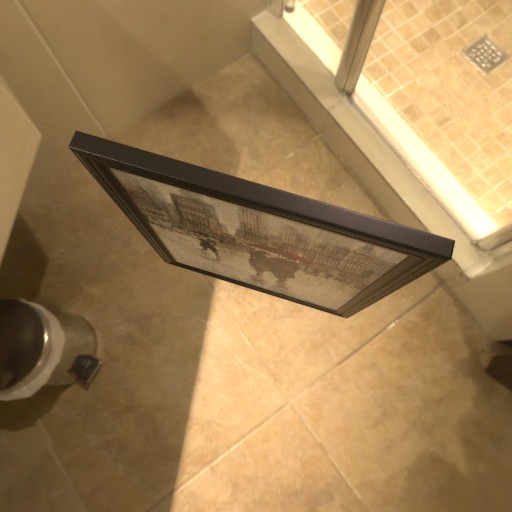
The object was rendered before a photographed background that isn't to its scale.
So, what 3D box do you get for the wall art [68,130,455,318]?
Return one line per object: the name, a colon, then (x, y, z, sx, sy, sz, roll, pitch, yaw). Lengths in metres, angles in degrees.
wall art: (0.000, 0.000, 1.630, 0.950, 1.194, 0.053, 17, 76, 4)
